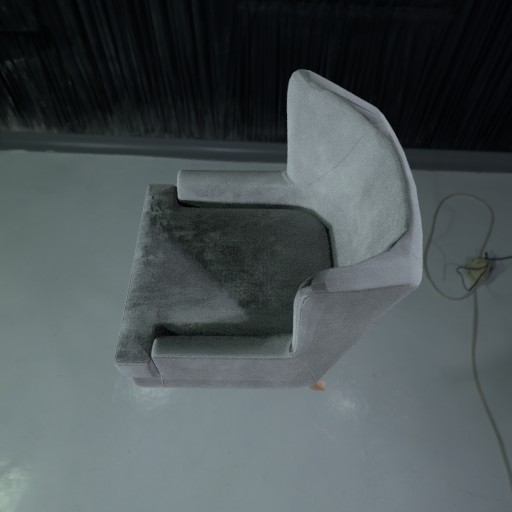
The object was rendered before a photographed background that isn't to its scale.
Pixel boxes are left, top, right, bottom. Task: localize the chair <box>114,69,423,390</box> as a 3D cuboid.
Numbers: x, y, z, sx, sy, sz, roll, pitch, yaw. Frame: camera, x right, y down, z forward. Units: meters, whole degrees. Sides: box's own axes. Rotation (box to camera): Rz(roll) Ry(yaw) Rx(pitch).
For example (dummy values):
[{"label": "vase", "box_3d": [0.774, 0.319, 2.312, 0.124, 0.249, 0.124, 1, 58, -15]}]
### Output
[{"label": "chair", "box_3d": [0.000, 0.000, 1.557, 0.906, 0.950, 0.784, 1, 58, 0]}]
